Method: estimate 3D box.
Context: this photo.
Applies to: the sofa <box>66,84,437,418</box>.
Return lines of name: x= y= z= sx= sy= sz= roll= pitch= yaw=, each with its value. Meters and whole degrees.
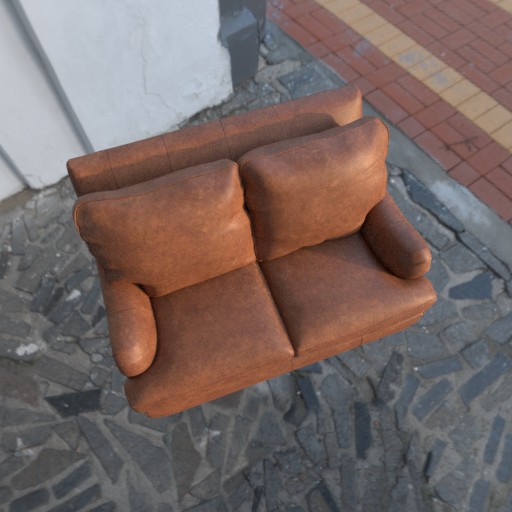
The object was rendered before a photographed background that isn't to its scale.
sofa: x=0.000 y=0.000 z=2.208 sx=1.527 sy=1.004 sz=1.077 roll=-18 pitch=65 yaw=-9
